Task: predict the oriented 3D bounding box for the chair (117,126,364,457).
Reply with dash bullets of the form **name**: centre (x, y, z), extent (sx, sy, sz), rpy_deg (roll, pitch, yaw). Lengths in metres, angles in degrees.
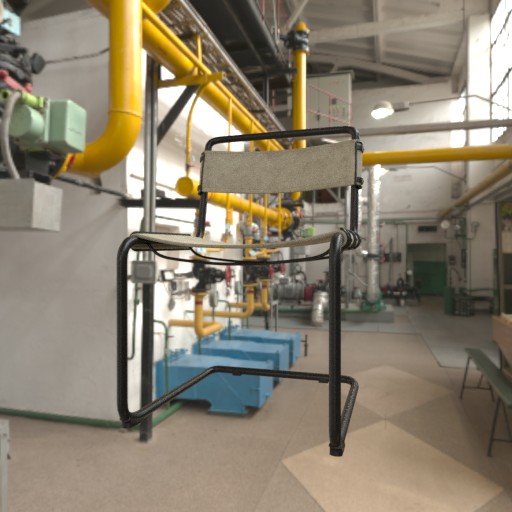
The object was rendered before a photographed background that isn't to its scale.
- **chair**: centre (0.000, 0.000, 1.103), extent (0.499, 0.747, 0.497), rpy_deg (0, 0, 17)
